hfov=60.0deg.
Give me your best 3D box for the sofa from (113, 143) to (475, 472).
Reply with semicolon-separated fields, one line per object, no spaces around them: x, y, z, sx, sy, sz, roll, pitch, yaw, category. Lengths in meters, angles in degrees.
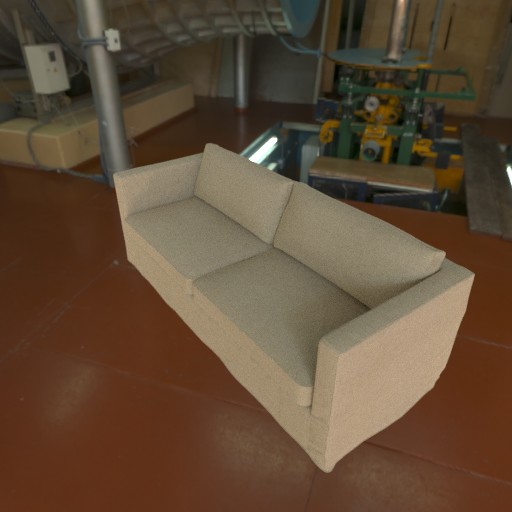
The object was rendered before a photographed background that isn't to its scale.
0.000;0.000;2.782;0.956;0.847;2.296;-21;38;-30;sofa
